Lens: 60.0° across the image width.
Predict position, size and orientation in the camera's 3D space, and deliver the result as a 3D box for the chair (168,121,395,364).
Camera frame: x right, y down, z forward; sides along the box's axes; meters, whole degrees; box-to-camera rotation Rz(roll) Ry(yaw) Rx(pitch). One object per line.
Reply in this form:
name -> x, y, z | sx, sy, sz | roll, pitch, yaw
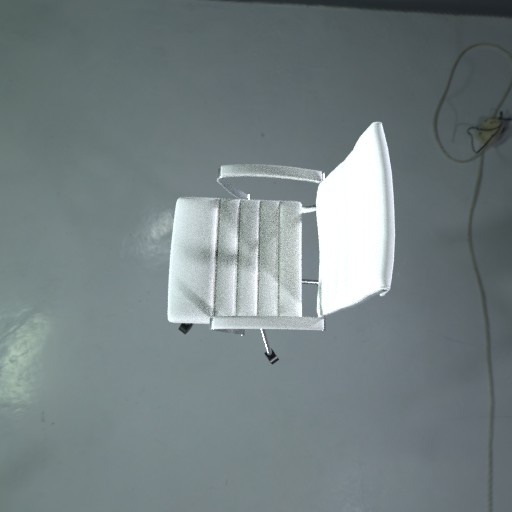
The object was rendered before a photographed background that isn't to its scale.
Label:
chair -> 0.000, 0.000, 1.638 | 0.739, 1.149, 0.766 | 1, 76, 0
